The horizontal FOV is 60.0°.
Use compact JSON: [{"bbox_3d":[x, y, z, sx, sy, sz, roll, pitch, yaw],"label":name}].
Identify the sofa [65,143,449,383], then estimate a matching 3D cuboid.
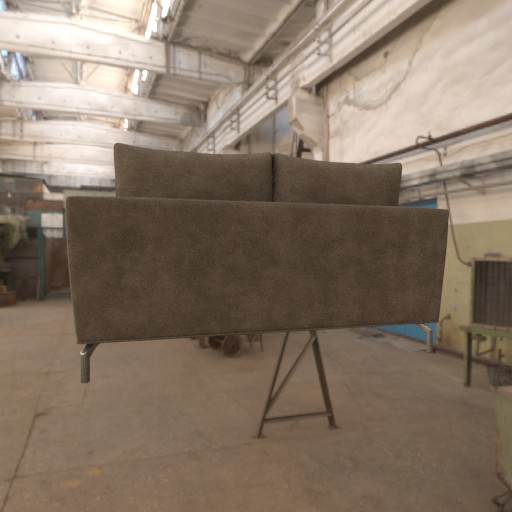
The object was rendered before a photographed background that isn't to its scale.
[{"bbox_3d":[0.000,0.000,2.391,1.832,1.013,0.855,0,1,-18],"label":"sofa"}]
